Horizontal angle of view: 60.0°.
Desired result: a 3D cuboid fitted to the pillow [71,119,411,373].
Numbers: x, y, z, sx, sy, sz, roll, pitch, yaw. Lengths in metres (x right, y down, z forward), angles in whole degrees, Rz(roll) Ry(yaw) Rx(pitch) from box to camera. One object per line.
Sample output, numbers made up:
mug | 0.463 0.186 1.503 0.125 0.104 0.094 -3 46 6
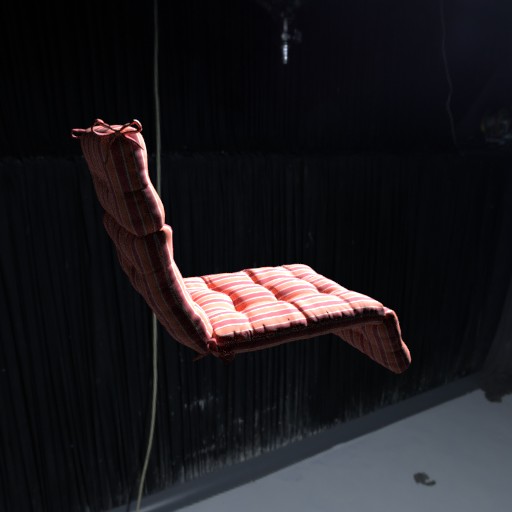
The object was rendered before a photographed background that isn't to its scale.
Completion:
pillow | 0.000 0.000 1.462 1.016 0.863 0.526 -8 18 -25
